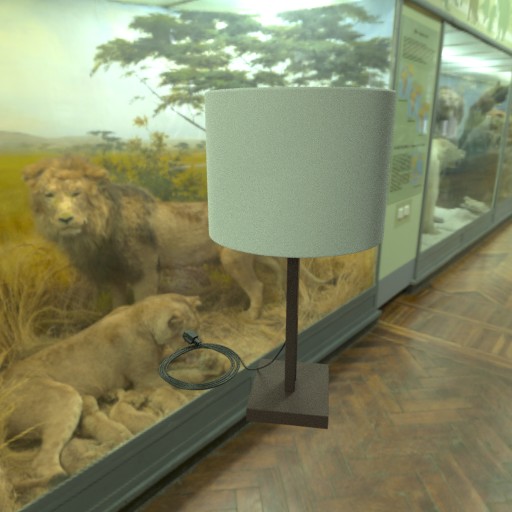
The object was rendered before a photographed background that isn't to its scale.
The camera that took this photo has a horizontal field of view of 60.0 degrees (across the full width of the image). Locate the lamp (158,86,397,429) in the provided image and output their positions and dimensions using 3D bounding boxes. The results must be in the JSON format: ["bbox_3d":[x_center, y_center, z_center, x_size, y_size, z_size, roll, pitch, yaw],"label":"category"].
[{"bbox_3d":[0.000,0.000,0.970,0.525,0.668,0.396,3,18,9],"label":"lamp"}]
